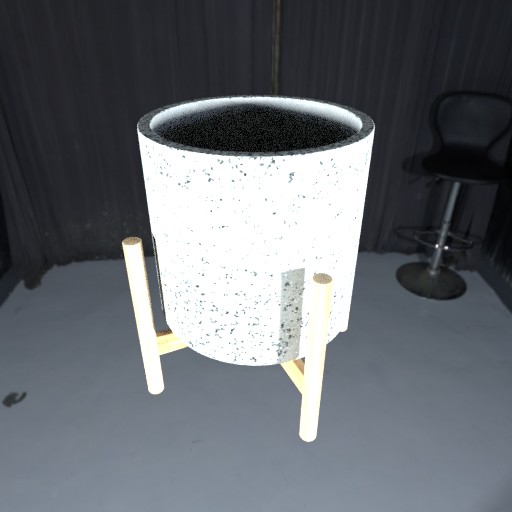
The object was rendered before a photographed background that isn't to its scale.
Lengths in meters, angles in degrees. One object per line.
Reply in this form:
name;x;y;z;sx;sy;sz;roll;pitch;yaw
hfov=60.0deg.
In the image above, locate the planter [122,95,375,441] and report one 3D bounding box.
planter;0.000;0.000;0.689;0.360;0.419;0.360;-1;31;-2
